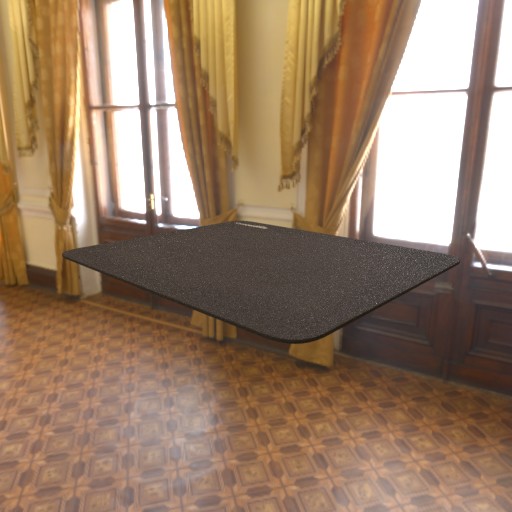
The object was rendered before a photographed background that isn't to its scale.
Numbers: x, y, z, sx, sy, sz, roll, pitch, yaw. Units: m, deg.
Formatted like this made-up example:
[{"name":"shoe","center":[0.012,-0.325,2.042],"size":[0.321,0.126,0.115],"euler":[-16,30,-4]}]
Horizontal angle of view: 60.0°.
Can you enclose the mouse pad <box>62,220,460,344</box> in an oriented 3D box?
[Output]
[{"name":"mouse pad","center":[0.000,0.000,0.349],"size":[0.249,0.002,0.211],"euler":[13,20,41]}]
